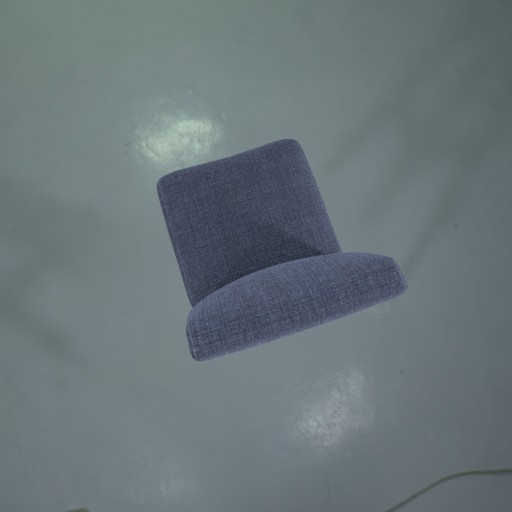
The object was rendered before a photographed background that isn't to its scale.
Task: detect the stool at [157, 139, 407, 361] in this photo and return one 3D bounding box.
[{"bbox_3d":[0.000,0.000,1.383,0.483,1.112,0.570,-18,76,-4],"label":"stool"}]
